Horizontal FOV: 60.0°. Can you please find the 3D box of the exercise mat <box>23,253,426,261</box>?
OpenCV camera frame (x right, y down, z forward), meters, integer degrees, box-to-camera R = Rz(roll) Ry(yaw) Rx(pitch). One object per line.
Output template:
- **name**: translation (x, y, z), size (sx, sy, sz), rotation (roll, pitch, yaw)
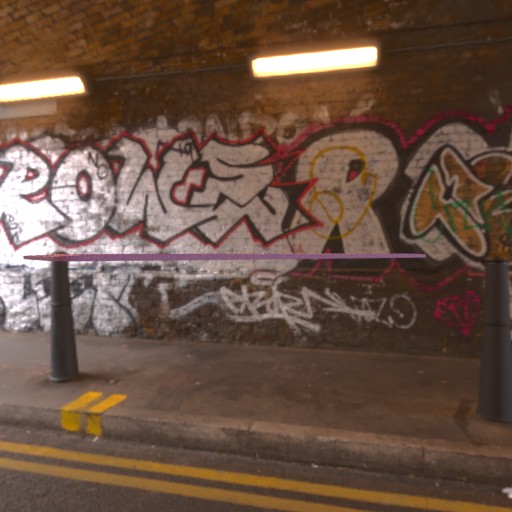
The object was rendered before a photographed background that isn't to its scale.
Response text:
- **exercise mat**: translation (0.000, 0.000, 2.058), size (1.869, 0.021, 0.616), rotation (0, 1, -37)
